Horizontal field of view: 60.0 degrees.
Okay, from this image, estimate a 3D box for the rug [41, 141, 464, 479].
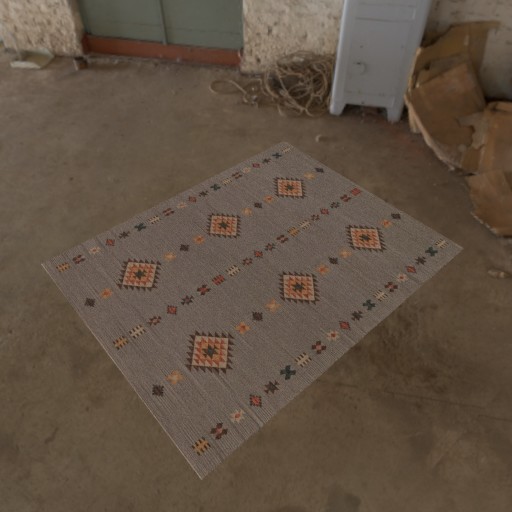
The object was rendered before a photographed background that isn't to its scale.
[{"bbox_3d":[0.000,0.000,4.065,3.035,0.008,2.425,-33,55,-27],"label":"rug"}]
